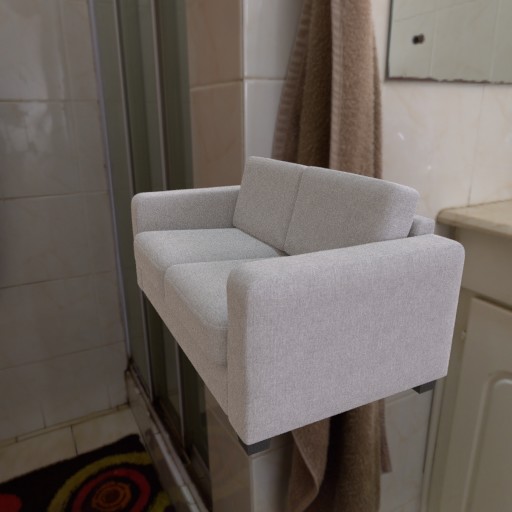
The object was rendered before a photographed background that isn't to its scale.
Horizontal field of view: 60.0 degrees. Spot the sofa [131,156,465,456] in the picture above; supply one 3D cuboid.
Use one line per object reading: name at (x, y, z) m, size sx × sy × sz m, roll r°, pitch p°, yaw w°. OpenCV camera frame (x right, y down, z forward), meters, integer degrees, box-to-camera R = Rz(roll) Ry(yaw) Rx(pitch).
sofa at (0.000, 0.000, 2.050) m, size 0.900 × 0.800 × 1.540 m, roll -9°, pitch 20°, yaw -25°
